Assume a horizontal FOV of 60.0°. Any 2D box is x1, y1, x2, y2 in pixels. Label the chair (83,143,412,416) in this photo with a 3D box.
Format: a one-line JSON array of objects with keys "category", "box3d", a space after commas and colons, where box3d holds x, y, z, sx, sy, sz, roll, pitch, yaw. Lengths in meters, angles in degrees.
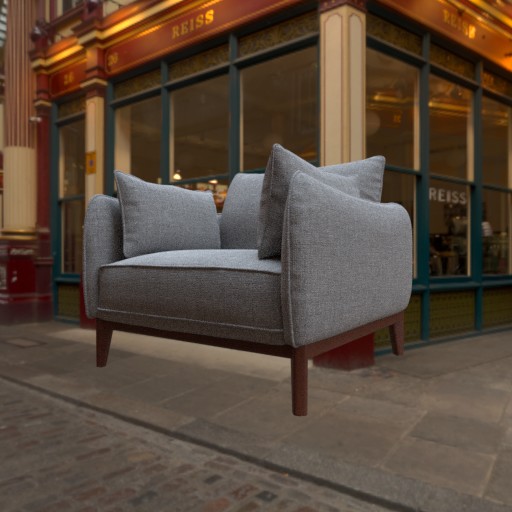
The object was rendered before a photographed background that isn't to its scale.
[{"category": "chair", "box3d": [0.000, 0.000, 1.757, 0.993, 0.839, 0.976, 0, 1, 35]}]
